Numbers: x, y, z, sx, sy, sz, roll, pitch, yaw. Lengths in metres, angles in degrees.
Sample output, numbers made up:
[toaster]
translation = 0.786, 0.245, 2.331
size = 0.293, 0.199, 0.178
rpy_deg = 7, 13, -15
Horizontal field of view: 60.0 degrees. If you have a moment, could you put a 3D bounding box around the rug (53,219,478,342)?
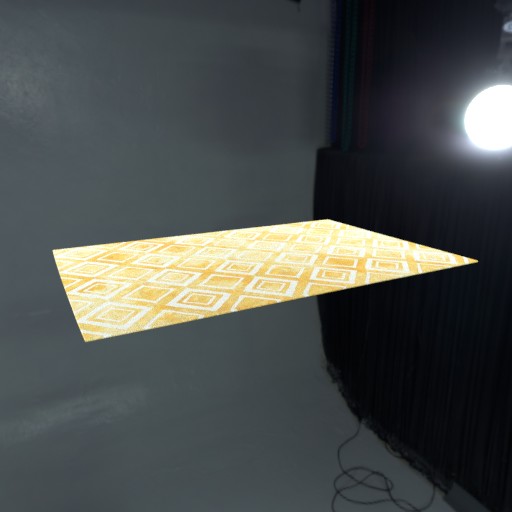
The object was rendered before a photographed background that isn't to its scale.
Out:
[rug]
translation = 0.000, 0.000, 2.266
size = 1.829, 0.010, 1.213
rpy_deg = -8, 18, -27
